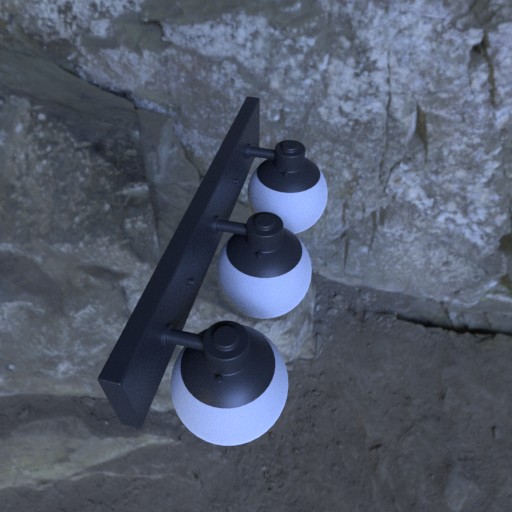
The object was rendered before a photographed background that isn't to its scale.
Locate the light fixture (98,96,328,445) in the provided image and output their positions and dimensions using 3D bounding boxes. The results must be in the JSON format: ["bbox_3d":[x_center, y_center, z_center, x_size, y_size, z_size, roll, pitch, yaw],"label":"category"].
[{"bbox_3d":[0.000,0.000,0.846,0.218,0.263,0.721,10,48,9],"label":"light fixture"}]
